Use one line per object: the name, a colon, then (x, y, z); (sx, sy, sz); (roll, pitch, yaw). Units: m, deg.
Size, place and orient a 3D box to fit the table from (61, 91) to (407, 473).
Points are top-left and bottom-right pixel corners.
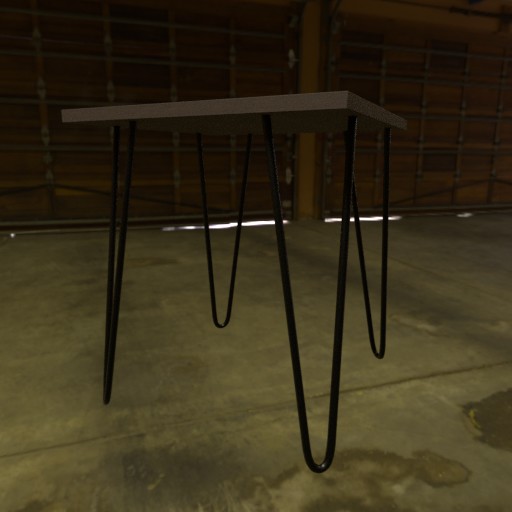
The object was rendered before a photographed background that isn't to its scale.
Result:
table: (0.000, 0.000, 0.924); (0.495, 0.559, 0.495); (6, 14, 26)
